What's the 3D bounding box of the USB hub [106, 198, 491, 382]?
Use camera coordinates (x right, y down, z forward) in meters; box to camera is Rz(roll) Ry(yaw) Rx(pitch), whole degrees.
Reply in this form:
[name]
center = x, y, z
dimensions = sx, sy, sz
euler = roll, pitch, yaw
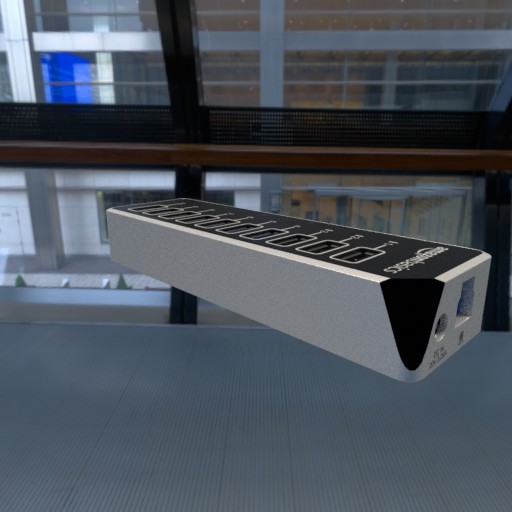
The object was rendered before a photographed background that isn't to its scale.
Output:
[USB hub]
center = 0.000, 0.000, 0.160
dimensions = 0.044, 0.023, 0.145
euler = -15, 22, -43
